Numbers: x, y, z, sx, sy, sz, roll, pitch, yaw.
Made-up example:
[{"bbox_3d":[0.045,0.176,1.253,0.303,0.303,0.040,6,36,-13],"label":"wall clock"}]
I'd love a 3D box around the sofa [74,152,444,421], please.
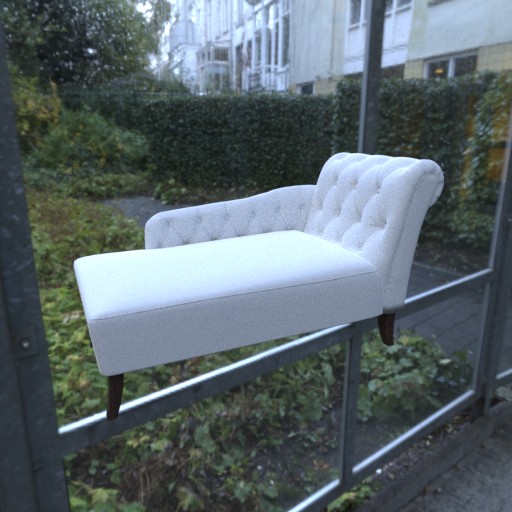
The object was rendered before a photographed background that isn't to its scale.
[{"bbox_3d":[0.000,0.000,1.835,1.379,0.787,0.675,-7,18,-24],"label":"sofa"}]
